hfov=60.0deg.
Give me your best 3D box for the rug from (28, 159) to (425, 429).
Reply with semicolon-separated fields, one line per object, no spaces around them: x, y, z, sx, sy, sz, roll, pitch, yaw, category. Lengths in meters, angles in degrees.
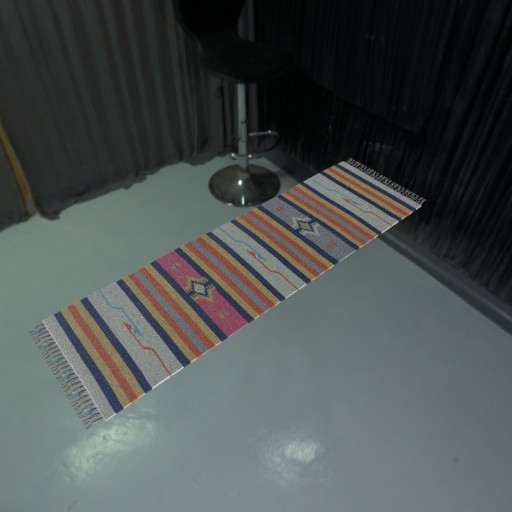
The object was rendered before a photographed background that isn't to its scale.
0.000;0.000;2.620;2.455;0.017;0.695;-31;53;-27;rug
